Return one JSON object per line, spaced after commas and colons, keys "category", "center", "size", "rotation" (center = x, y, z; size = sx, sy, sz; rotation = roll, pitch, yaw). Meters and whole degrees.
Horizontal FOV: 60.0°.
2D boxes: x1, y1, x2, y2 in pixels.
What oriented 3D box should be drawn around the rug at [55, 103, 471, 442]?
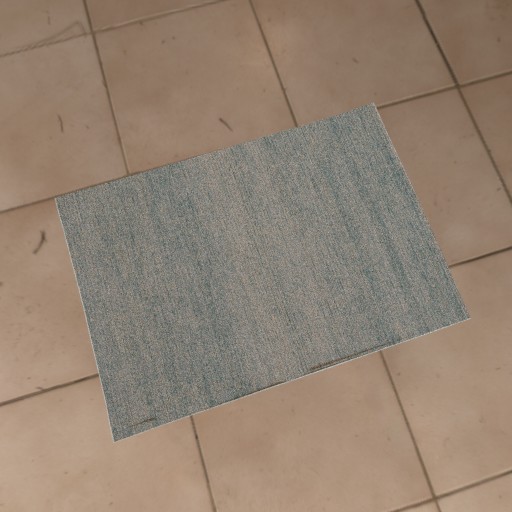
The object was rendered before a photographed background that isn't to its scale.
{"category": "rug", "center": [0.000, 0.000, 2.861], "size": [2.306, 0.030, 1.613], "rotation": [-18, 76, -5]}
